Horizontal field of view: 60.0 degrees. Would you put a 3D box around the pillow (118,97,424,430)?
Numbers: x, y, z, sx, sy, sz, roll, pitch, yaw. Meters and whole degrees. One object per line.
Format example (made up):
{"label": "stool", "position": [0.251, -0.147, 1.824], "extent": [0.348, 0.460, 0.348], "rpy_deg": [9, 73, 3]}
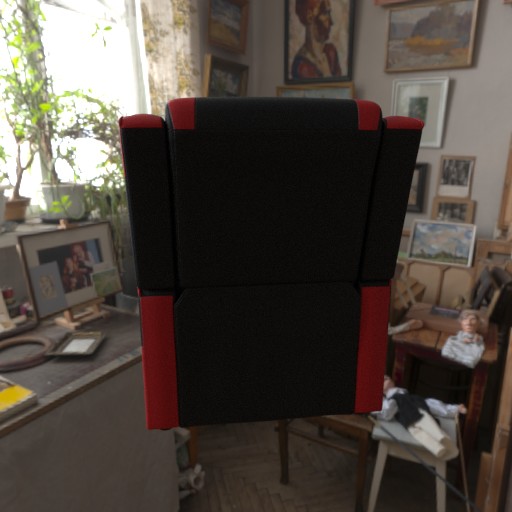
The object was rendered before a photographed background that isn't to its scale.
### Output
{"label": "pillow", "position": [0.000, 0.000, 1.269], "extent": [0.620, 0.805, 0.672], "rpy_deg": [-2, 14, -7]}
